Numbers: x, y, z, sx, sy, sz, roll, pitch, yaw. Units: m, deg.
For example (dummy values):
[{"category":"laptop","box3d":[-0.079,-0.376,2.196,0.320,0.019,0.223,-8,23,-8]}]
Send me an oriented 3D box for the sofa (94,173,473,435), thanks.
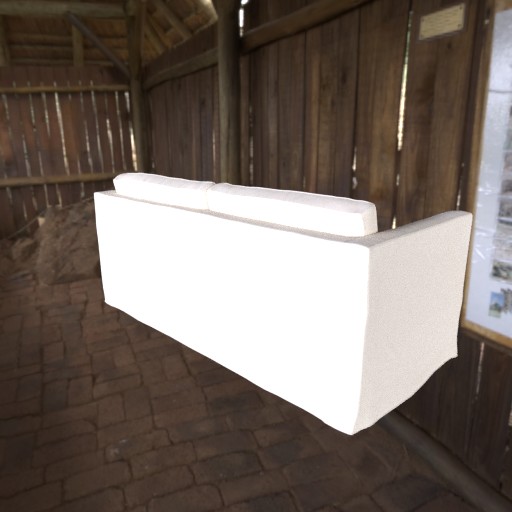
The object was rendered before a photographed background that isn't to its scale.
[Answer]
[{"category":"sofa","box3d":[0.000,0.000,2.484,1.987,0.870,0.940,15,22,43]}]
